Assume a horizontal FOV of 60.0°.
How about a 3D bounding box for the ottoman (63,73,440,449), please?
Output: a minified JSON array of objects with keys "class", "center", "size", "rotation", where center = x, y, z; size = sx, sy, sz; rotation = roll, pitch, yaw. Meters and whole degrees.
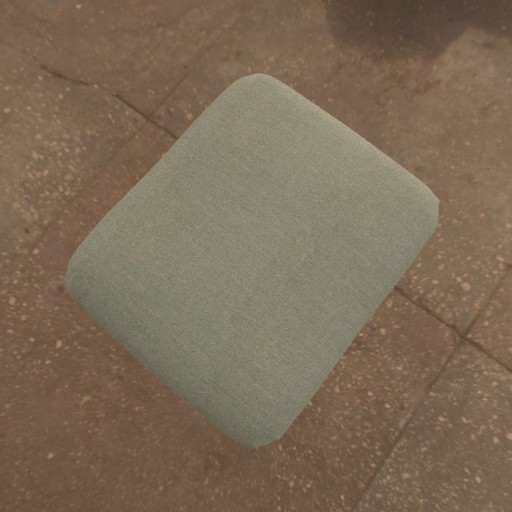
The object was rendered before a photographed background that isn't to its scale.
[{"class":"ottoman","center":[0.000,0.000,1.163],"size":[0.622,0.450,0.747],"rotation":[38,80,8]}]
